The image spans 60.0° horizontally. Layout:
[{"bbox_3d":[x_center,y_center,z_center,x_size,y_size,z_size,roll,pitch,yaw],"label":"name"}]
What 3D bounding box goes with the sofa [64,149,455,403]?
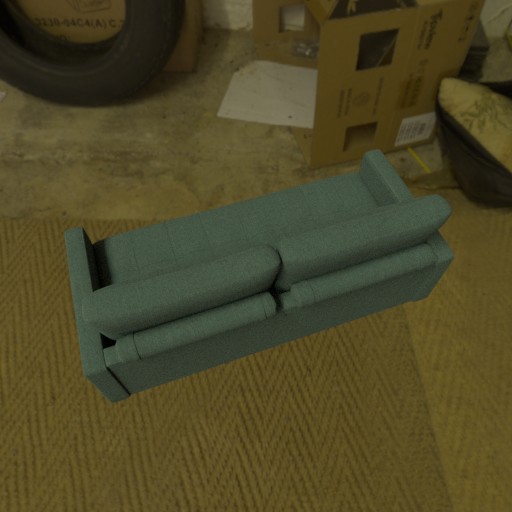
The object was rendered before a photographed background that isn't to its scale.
[{"bbox_3d":[0.000,0.000,2.575,2.010,1.050,0.966,-16,58,-10],"label":"sofa"}]
